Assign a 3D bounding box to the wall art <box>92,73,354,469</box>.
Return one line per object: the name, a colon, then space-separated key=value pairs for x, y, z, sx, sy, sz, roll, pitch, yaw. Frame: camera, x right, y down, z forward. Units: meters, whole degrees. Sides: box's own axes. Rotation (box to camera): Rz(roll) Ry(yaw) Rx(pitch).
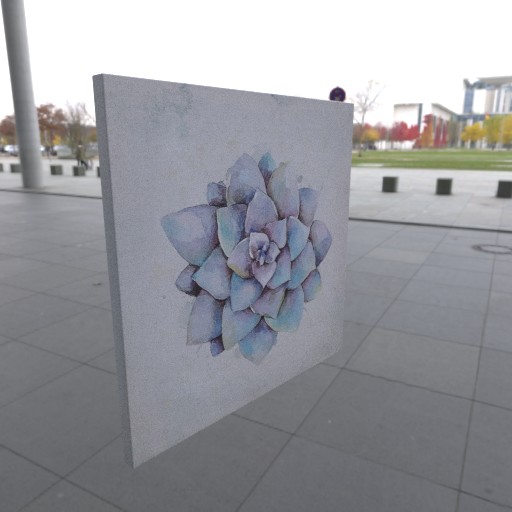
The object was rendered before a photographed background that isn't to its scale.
wall art: x=0.000 y=0.000 z=1.096 sx=0.038 sy=0.762 sz=0.762 roll=13 pitch=19 yaw=43
